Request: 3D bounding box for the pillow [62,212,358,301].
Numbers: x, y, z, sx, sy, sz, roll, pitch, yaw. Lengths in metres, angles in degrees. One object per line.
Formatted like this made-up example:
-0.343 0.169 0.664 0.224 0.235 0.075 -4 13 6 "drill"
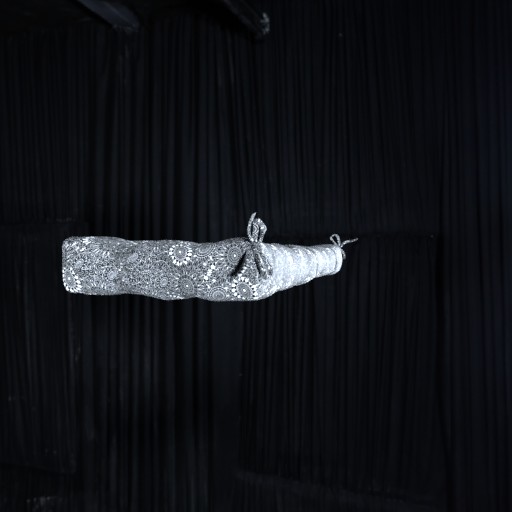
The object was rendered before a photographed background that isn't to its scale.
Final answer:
0.000 0.000 1.361 0.511 0.174 1.194 0 1 18 "pillow"
